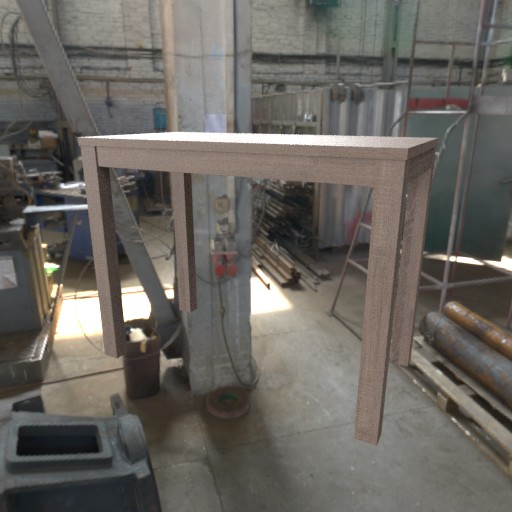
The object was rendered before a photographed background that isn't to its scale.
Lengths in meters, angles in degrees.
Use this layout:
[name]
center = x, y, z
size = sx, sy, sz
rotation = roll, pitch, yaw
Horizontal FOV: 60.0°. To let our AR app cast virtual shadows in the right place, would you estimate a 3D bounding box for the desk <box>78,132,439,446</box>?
[desk]
center = 0.000, 0.000, 1.474
size = 0.991, 0.762, 0.495
rotation = 9, 20, 27
